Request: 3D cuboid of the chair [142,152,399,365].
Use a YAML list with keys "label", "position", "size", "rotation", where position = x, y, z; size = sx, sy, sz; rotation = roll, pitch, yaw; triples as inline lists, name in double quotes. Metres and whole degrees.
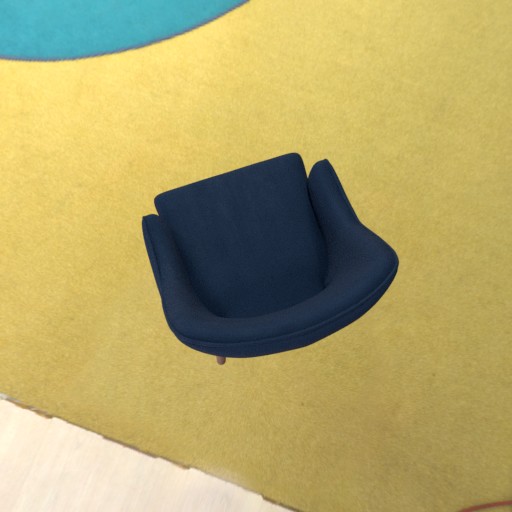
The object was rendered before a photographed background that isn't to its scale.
- label: "chair"
  position: [0.000, 0.000, 1.268]
  size: [0.559, 0.844, 0.591]
  rotation: [-18, 75, -5]
